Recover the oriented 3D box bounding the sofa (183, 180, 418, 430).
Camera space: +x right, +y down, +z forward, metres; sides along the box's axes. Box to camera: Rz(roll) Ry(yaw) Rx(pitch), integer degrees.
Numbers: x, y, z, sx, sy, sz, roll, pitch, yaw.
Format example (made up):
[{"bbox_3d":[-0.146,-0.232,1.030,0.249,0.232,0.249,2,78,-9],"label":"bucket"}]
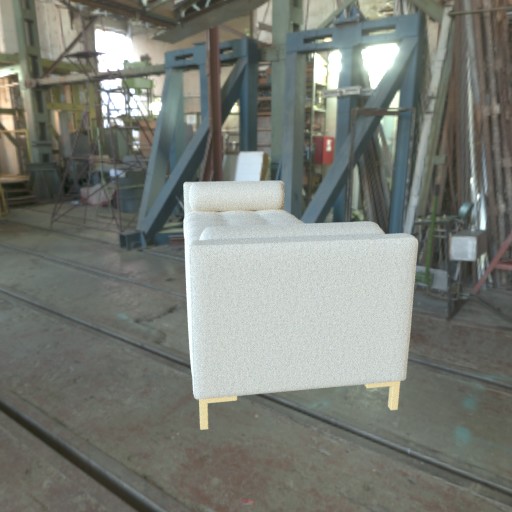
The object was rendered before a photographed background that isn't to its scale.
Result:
[{"bbox_3d":[0.000,0.000,2.351,0.746,0.641,1.985,-2,15,-9],"label":"sofa"}]
